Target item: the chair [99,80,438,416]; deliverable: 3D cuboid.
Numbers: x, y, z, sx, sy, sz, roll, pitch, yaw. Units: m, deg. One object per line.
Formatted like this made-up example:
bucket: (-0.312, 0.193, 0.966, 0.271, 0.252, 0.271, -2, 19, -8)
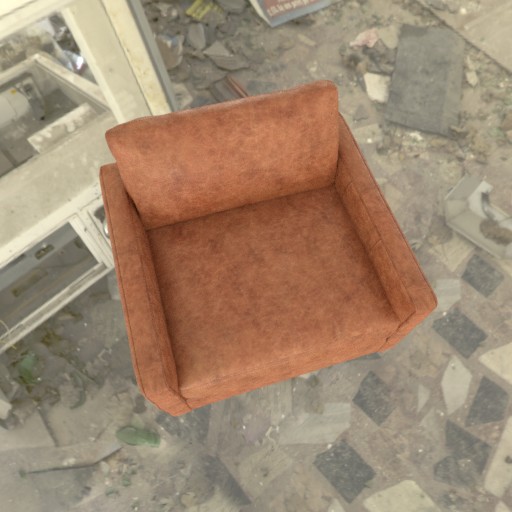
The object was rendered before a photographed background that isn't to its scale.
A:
chair: (0.000, 0.000, 1.644, 0.967, 0.869, 0.862, -15, 65, -7)
